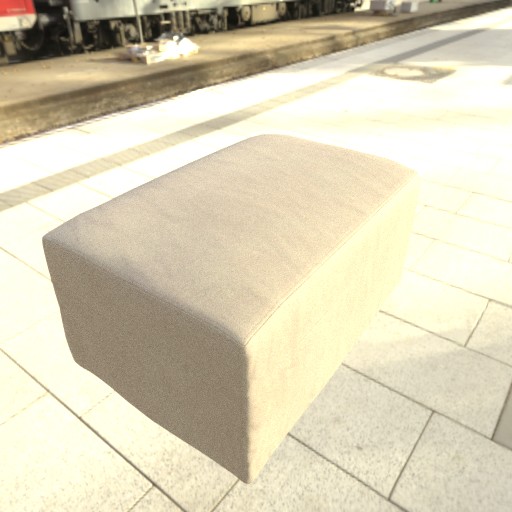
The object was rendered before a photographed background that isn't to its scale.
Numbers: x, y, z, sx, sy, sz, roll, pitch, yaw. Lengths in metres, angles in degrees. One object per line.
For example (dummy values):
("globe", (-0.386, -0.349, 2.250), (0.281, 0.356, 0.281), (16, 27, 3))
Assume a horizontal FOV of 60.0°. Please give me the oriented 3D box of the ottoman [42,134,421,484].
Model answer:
("ottoman", (0.000, 0.000, 1.189), (0.590, 0.444, 0.872), (21, 39, 29))
